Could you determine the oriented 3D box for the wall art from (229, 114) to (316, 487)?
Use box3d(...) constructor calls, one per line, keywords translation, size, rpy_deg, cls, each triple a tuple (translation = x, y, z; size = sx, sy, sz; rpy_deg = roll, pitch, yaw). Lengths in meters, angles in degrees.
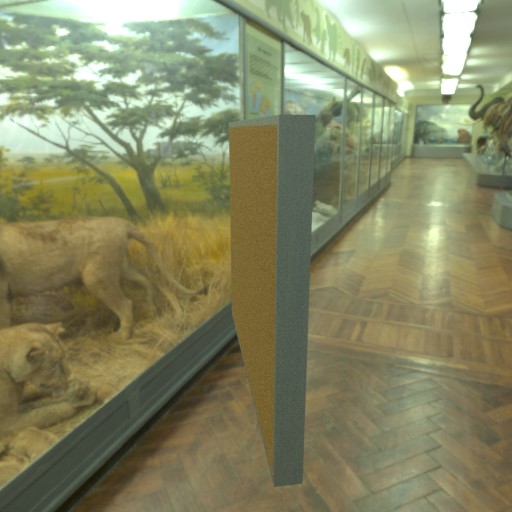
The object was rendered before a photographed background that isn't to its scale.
box3d(translation=(0.000, 0.000, 0.768), size=(0.037, 0.450, 0.557), rpy_deg=(-2, 16, -8), cls="wall art")
